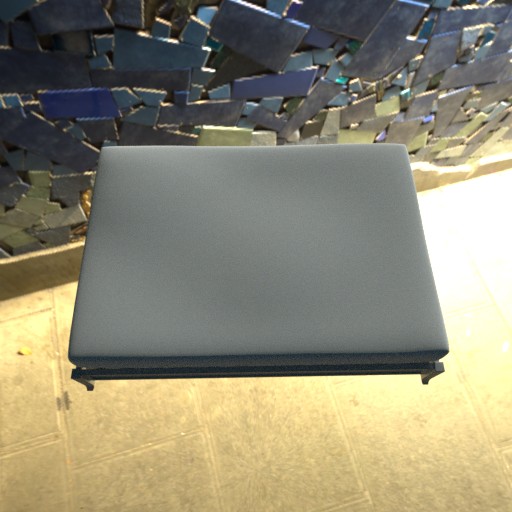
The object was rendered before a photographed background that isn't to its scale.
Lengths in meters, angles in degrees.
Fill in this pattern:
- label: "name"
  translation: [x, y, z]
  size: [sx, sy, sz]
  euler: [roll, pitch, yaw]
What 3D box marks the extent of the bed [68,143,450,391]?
- label: "bed"
  translation: [0.000, 0.000, 2.667]
  size: [1.985, 0.510, 1.460]
  euler: [-1, 64, 0]
